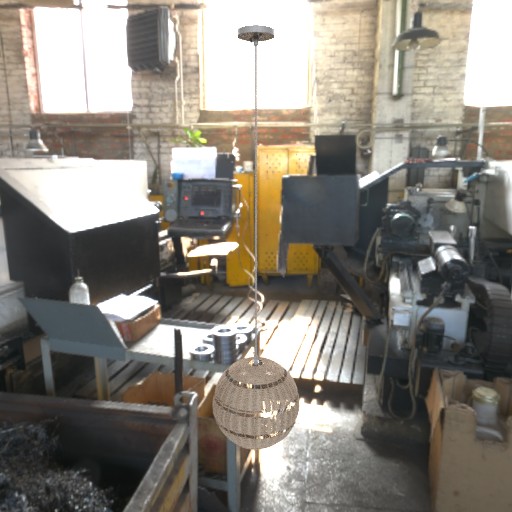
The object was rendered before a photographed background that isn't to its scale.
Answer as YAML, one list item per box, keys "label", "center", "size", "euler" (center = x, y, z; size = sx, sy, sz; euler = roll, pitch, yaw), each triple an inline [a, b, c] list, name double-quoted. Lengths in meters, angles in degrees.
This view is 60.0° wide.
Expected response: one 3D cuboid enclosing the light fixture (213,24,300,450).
- label: "light fixture"
  center: [0.000, 0.000, 2.154]
  size: [0.457, 2.019, 0.457]
  euler: [-6, 14, -27]
